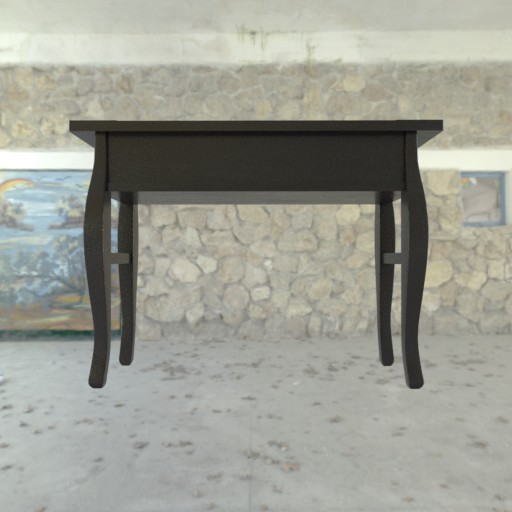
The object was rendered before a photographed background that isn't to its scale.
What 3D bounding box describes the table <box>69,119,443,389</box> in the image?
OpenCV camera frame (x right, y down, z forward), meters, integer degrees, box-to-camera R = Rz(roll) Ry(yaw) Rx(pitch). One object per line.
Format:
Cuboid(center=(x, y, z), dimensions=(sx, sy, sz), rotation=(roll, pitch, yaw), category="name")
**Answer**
Cuboid(center=(0.000, 0.000, 1.431), dimensions=(1.062, 0.768, 0.373), rotation=(0, 0, 0), category="table")
